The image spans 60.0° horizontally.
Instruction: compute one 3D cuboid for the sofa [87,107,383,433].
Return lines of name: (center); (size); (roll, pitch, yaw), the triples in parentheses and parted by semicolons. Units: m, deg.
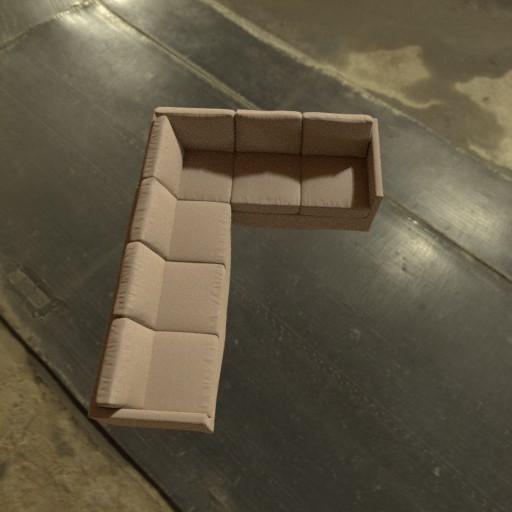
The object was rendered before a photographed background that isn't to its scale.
sofa: (0.000, 0.000, 4.295); (2.432, 0.871, 3.182); (3, 64, 2)
